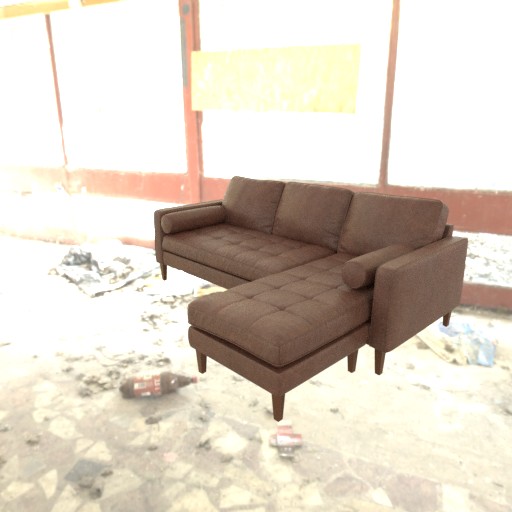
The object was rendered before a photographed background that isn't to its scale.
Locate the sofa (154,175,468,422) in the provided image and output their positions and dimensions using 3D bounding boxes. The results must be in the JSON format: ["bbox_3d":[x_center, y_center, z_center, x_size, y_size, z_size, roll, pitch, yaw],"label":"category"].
[{"bbox_3d":[0.000,0.000,2.994,1.613,0.841,2.185,-16,23,-42],"label":"sofa"}]
